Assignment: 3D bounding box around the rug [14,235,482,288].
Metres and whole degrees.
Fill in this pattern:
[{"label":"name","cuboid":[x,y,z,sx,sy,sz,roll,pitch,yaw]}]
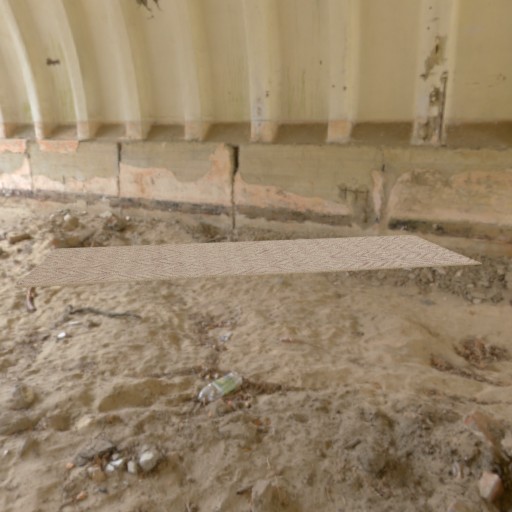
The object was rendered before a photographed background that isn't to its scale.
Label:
[{"label":"rug","cuboid":[0.000,0.000,2.637,2.435,0.009,0.750,-2,15,-9]}]
